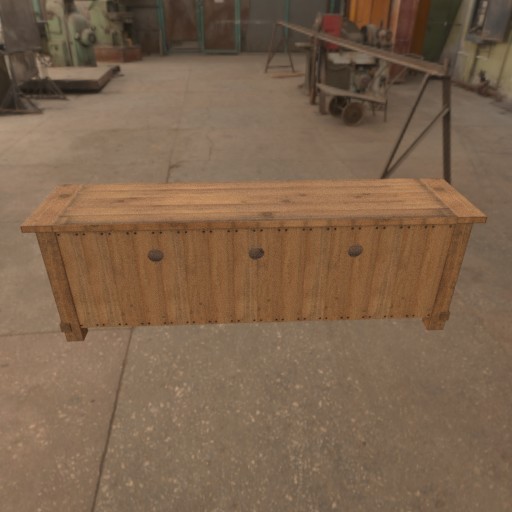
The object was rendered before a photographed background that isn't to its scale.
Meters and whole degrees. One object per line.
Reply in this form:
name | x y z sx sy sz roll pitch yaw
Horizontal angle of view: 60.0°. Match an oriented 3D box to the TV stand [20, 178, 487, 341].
TV stand | 0.000 0.000 2.044 1.804 0.573 0.453 -1 30 -2
